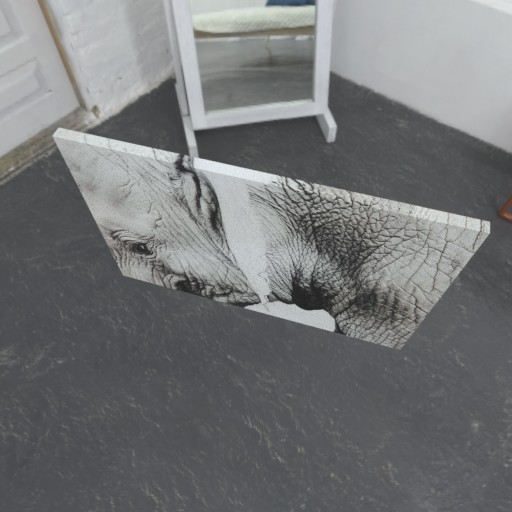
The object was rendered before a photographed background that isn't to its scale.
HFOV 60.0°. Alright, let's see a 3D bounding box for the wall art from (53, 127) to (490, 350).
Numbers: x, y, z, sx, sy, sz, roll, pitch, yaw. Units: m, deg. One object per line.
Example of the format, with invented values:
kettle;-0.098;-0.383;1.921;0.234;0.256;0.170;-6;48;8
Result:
wall art;0.000;0.000;1.442;1.141;0.758;0.035;14;59;9
